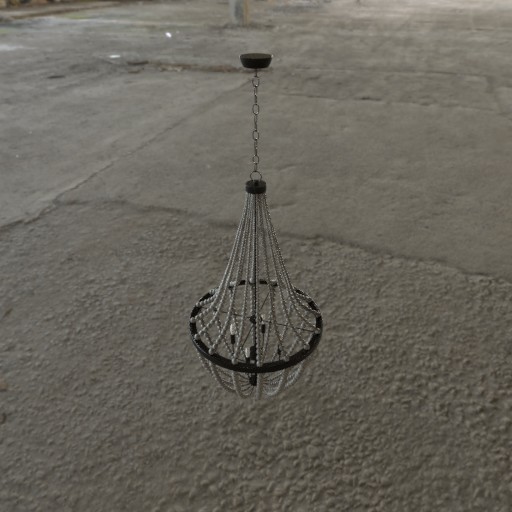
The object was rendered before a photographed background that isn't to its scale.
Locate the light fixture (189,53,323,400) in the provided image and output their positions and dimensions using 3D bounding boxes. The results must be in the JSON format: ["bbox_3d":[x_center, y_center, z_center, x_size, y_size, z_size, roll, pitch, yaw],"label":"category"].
[{"bbox_3d":[0.000,0.000,1.361,0.450,1.133,0.450,0,33,0],"label":"light fixture"}]
